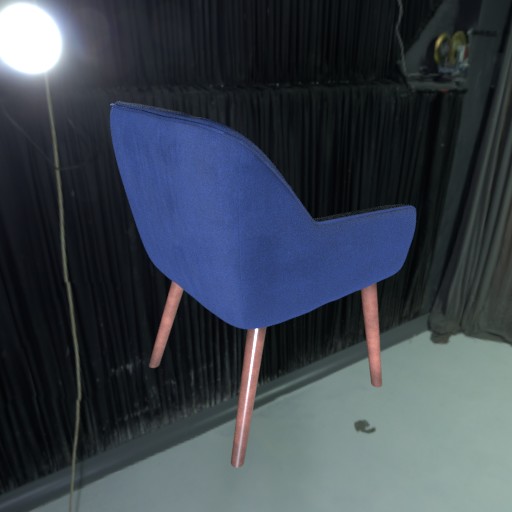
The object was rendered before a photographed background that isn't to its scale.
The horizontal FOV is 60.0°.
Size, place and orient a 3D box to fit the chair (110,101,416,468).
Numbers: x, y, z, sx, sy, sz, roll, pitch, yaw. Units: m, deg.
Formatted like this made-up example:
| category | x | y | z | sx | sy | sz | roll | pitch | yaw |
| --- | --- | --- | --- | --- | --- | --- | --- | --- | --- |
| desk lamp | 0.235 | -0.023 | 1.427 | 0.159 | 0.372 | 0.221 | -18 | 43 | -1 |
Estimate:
| category | x | y | z | sx | sy | sz | roll | pitch | yaw |
| --- | --- | --- | --- | --- | --- | --- | --- | --- | --- |
| chair | 0.000 | 0.000 | 1.229 | 0.600 | 0.820 | 0.600 | -17 | 30 | -33 |
